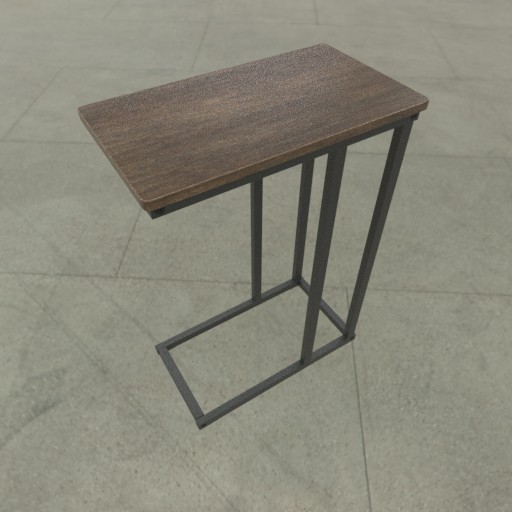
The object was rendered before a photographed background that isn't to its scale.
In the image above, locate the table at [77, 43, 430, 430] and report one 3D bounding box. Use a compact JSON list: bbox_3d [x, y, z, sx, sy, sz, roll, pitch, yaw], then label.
[{"bbox_3d":[0.000,0.000,0.871,0.450,0.637,0.254,-24,51,-22],"label":"table"}]
